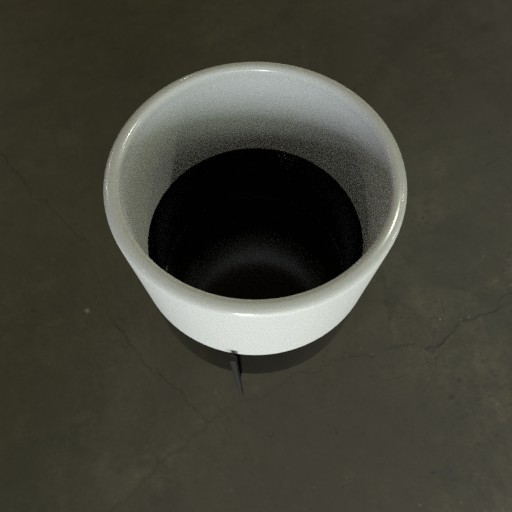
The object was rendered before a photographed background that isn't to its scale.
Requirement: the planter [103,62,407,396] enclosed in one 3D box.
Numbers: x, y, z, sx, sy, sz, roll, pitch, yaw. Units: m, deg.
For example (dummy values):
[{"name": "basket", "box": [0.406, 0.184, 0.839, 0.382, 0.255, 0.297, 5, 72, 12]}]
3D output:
[{"name": "planter", "box": [0.000, 0.000, 0.635, 0.310, 0.432, 0.310, -33, 70, -14]}]
